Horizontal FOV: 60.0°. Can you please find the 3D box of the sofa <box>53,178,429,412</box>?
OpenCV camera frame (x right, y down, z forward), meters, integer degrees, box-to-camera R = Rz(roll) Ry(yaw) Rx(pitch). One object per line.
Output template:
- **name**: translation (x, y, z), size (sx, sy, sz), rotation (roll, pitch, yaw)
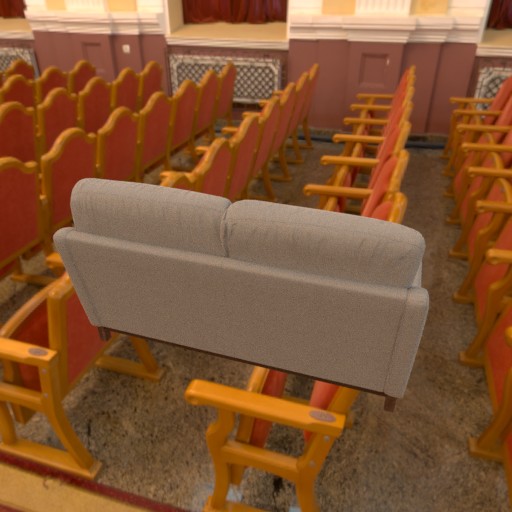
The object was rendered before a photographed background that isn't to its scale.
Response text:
- **sofa**: translation (0.000, 0.000, 2.237), size (1.589, 0.921, 0.987), rotation (10, 33, 15)
